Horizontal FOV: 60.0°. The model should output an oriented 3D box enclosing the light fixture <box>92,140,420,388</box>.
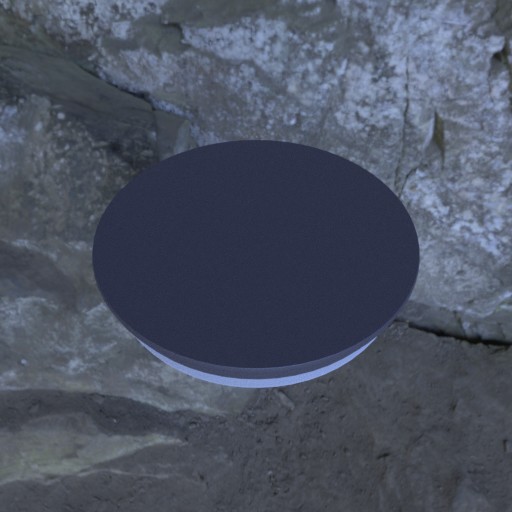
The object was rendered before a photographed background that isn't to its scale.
[{"bbox_3d":[0.000,0.000,0.547,0.368,0.100,0.368,0,46,0],"label":"light fixture"}]
